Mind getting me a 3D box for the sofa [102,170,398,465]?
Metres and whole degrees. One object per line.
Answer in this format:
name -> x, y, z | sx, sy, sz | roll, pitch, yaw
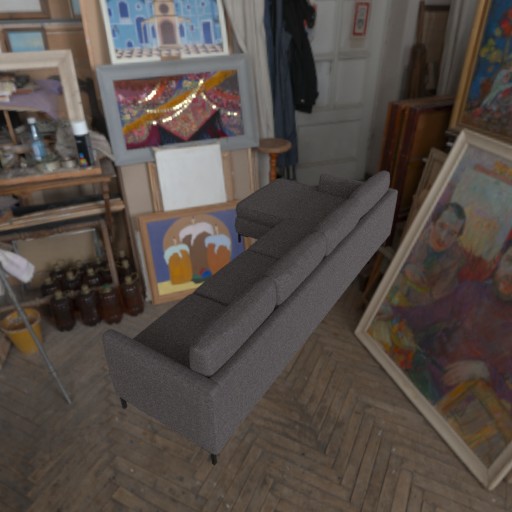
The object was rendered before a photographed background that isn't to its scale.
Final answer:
sofa -> 0.000, 0.000, 3.305 | 1.258, 0.754, 2.731 | 19, 37, 27
